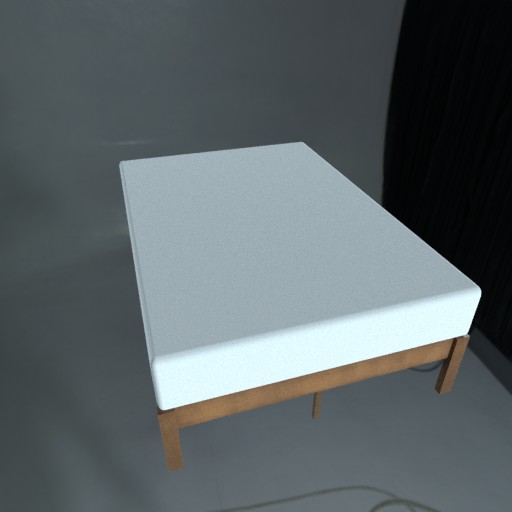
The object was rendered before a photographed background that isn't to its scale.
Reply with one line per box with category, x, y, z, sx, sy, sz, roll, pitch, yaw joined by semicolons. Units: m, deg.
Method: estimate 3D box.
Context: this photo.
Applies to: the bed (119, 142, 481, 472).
bed;0.000;0.000;2.557;1.348;0.616;1.927;-10;34;-15
